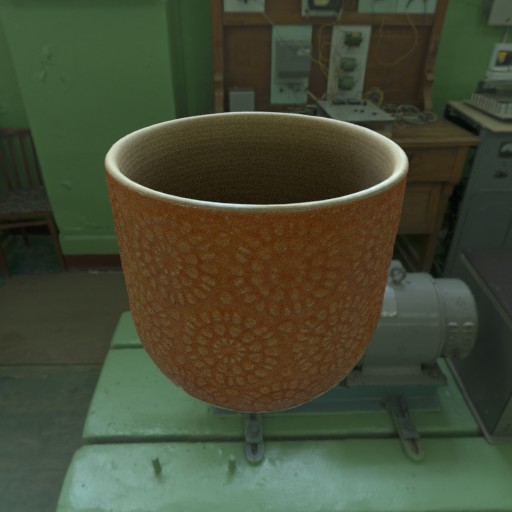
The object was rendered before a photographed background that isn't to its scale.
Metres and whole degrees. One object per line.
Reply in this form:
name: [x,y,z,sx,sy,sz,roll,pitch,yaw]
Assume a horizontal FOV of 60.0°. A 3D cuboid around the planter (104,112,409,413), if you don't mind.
planter: [0.000,0.000,0.288,0.170,0.152,0.170,0,32,0]
